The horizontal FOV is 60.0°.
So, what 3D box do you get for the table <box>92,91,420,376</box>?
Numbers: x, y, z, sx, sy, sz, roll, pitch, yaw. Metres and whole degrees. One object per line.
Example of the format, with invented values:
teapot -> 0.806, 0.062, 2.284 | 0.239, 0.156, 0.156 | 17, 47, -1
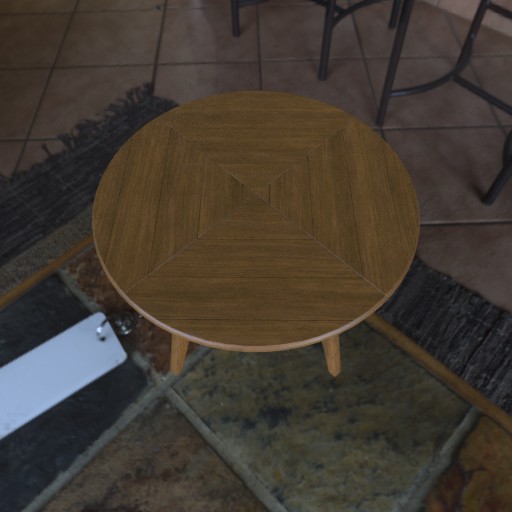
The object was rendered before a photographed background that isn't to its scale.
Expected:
table -> 0.000, 0.000, 1.762 | 1.055, 0.757, 1.055 | 0, 58, 0
